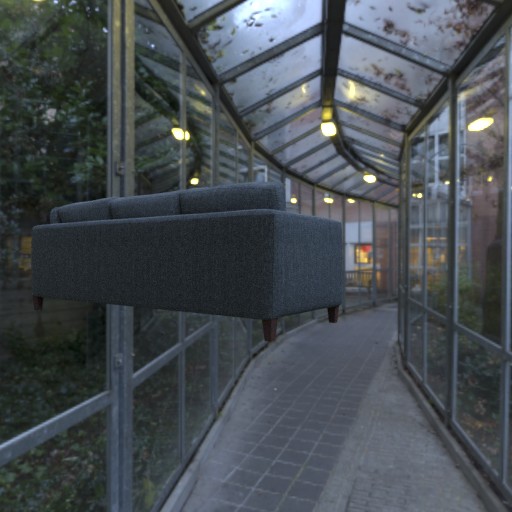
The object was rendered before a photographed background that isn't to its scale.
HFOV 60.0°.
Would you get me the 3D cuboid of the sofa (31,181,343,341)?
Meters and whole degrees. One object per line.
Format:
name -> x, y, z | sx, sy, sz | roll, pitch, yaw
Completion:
sofa -> 0.000, 0.000, 4.494 | 2.593, 0.947, 3.302 | 0, 0, 35
